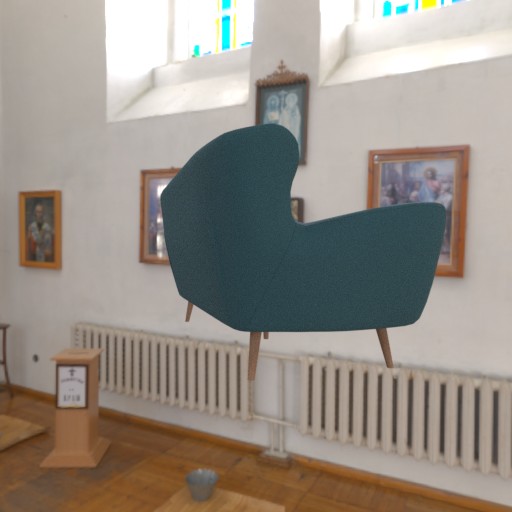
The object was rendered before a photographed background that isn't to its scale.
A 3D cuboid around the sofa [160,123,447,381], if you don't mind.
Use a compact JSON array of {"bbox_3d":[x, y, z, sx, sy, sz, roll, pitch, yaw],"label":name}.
[{"bbox_3d":[0.000,0.000,2.371,0.889,0.890,1.930,0,1,-18],"label":"sofa"}]
